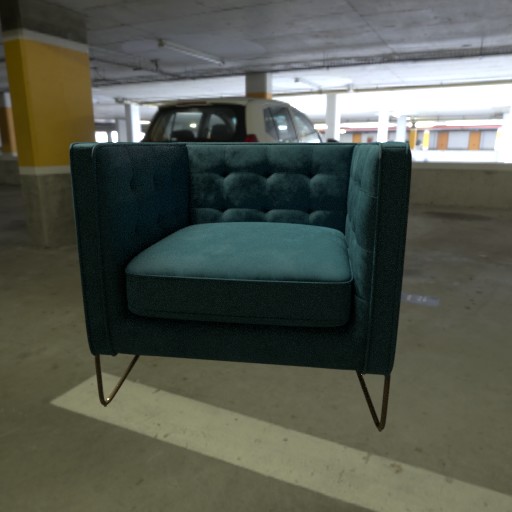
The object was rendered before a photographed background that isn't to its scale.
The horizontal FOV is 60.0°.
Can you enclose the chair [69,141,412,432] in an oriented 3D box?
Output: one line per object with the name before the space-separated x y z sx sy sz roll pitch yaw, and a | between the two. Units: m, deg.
chair | 0.000 0.000 1.576 0.880 0.790 0.894 2 14 8
